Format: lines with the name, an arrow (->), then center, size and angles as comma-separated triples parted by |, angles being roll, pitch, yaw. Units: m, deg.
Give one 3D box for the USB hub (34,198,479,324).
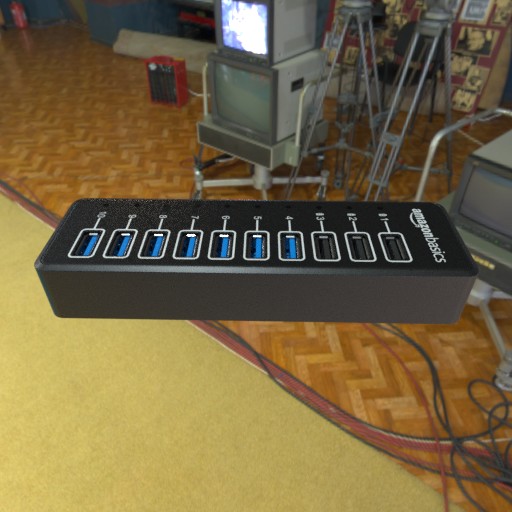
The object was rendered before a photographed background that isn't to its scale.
USB hub -> 0.000, 0.000, 0.165 | 0.145, 0.023, 0.044 | 1, 39, 1
